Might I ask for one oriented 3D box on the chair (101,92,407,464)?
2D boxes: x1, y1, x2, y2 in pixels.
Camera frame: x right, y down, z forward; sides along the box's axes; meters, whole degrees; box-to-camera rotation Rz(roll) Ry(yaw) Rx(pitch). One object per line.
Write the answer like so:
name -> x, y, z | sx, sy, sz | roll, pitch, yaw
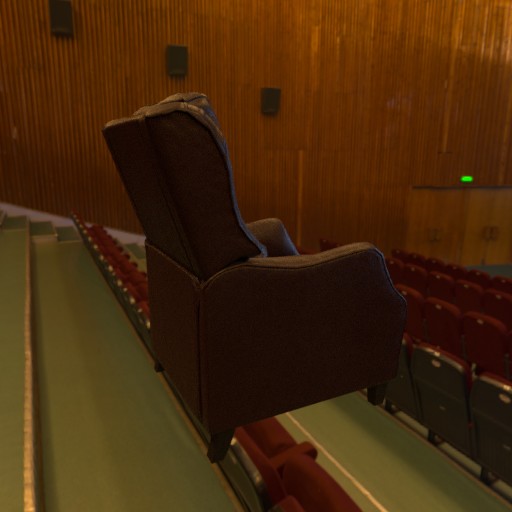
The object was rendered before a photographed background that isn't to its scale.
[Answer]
chair -> 0.000, 0.000, 1.732 | 0.982, 1.132, 0.770 | -7, 15, -26
